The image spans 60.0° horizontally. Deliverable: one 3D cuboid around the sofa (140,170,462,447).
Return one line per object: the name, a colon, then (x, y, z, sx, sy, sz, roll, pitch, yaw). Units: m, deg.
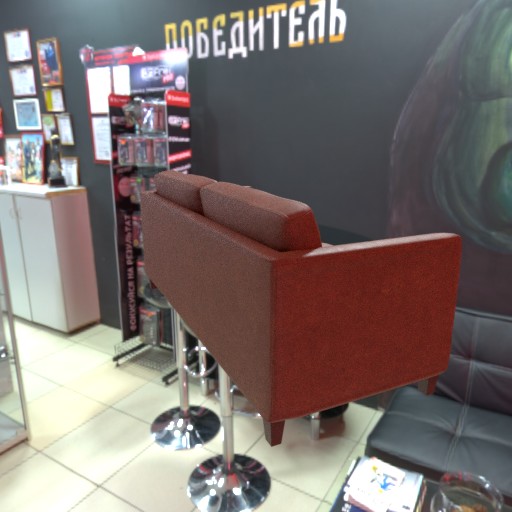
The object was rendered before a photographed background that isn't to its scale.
sofa: (0.000, 0.000, 2.689, 0.950, 0.932, 2.204, -7, 17, -25)
